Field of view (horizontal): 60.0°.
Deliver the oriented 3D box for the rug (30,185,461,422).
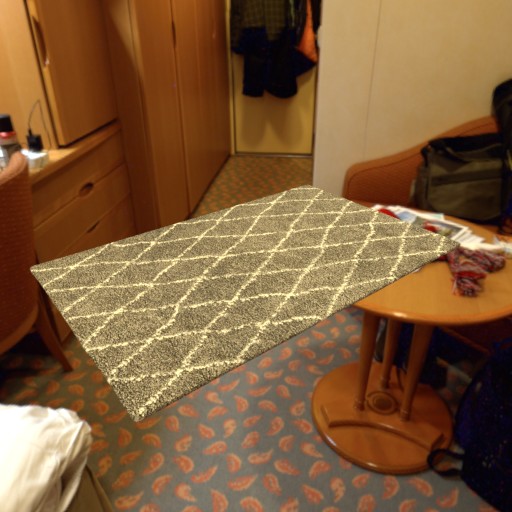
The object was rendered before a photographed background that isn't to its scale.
[{"bbox_3d":[0.000,0.000,2.934,2.438,0.030,1.524,-21,35,-33],"label":"rug"}]
